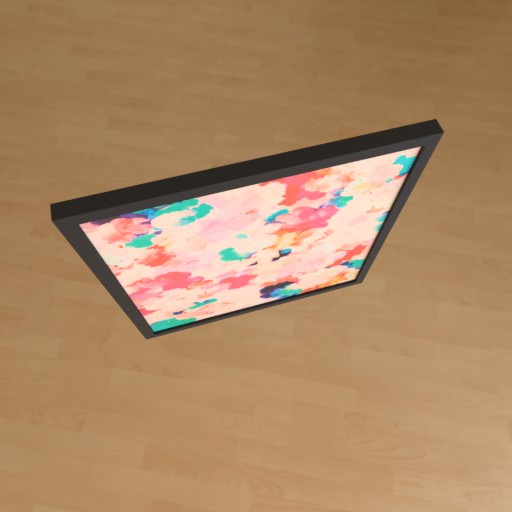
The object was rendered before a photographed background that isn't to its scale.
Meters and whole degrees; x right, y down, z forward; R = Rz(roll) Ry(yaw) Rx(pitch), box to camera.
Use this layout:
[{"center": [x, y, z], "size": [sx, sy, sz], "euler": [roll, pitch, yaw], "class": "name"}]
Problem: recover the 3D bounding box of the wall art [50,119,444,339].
[{"center": [0.000, 0.000, 0.473], "size": [0.306, 0.304, 0.015], "euler": [-14, 64, -7], "class": "wall art"}]
